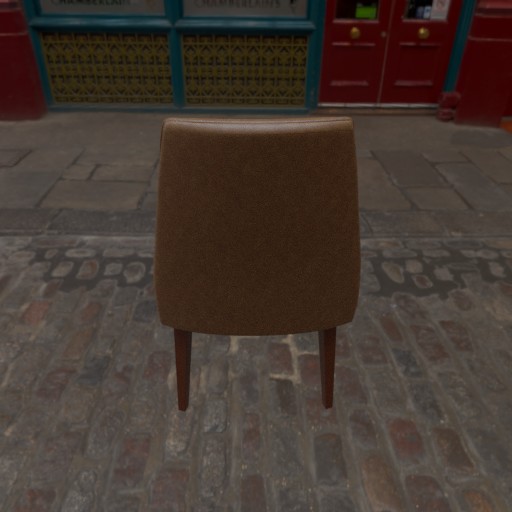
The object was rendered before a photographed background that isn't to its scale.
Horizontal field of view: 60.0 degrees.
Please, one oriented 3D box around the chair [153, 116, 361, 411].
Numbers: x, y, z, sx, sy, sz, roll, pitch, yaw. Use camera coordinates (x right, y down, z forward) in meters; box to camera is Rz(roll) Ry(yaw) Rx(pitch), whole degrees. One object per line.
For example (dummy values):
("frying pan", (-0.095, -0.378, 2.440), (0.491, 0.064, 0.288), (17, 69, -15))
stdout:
("chair", (0.000, 0.000, 1.220), (0.529, 0.861, 0.544), (-1, 31, -1))
